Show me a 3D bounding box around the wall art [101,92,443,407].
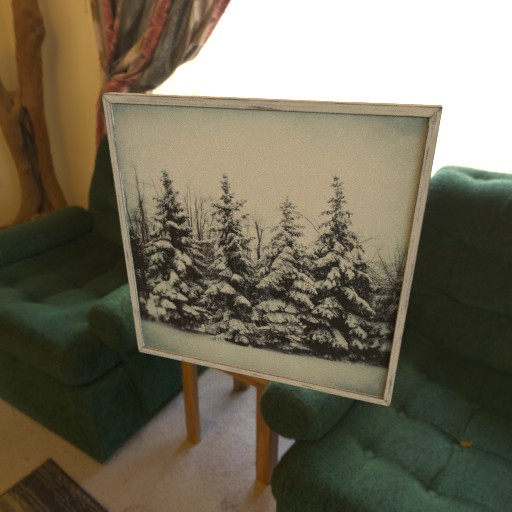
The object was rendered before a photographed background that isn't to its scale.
[{"bbox_3d":[0.000,0.000,1.131,0.761,0.761,0.037,8,27,16],"label":"wall art"}]
